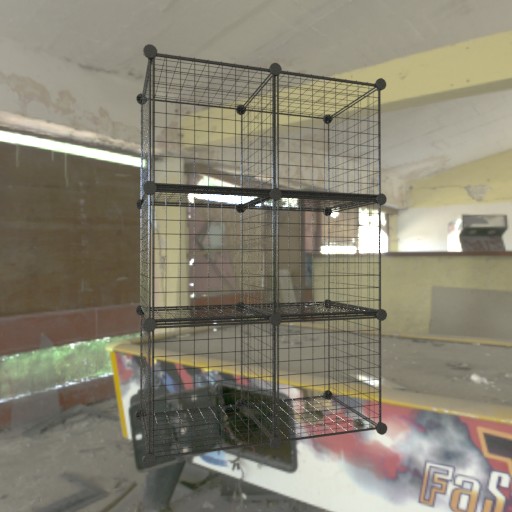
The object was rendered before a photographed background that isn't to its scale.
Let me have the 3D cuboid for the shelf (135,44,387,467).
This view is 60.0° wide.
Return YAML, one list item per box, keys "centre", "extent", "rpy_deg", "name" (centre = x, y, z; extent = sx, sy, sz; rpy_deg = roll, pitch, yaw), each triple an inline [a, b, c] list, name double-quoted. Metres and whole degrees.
- centre: [0.000, 0.000, 1.391]
  extent: [0.711, 1.067, 0.356]
  rpy_deg: [0, -1, -18]
  name: "shelf"
